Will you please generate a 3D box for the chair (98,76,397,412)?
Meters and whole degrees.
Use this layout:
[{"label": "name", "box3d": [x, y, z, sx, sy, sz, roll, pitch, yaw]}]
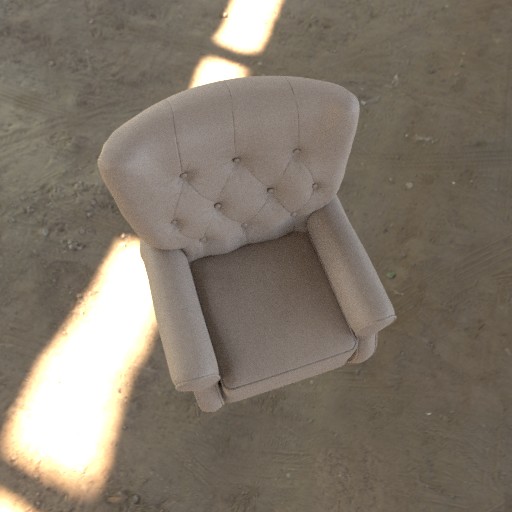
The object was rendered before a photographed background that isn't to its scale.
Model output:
[{"label": "chair", "box3d": [0.000, 0.000, 1.939, 0.999, 1.138, 1.041, -16, 63, -8]}]
